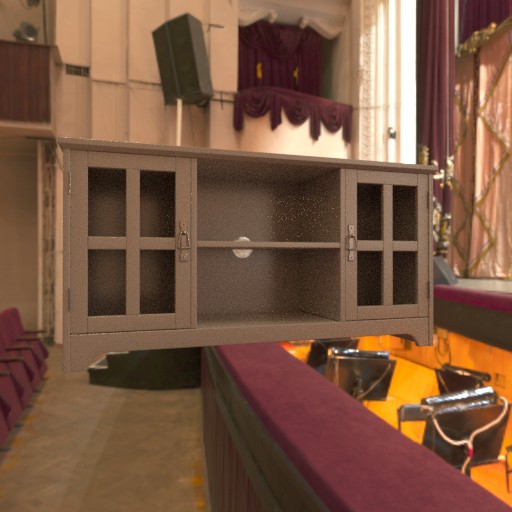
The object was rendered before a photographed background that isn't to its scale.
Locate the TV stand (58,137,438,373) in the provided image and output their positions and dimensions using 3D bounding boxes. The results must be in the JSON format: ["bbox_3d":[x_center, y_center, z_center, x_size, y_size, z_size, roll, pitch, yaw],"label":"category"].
[{"bbox_3d":[0.000,0.000,1.465,1.167,0.603,0.344,0,0,-18],"label":"TV stand"}]
